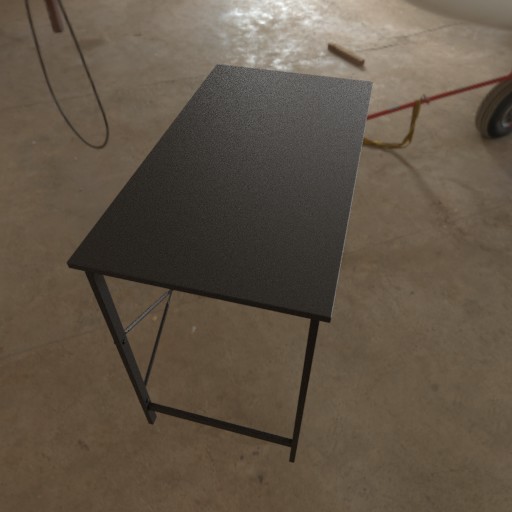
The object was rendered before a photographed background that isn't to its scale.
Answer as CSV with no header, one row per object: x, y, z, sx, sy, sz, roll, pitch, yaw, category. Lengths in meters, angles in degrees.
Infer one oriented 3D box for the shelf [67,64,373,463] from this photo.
0.000,0.000,1.357,0.498,0.749,0.902,11,47,10,shelf
